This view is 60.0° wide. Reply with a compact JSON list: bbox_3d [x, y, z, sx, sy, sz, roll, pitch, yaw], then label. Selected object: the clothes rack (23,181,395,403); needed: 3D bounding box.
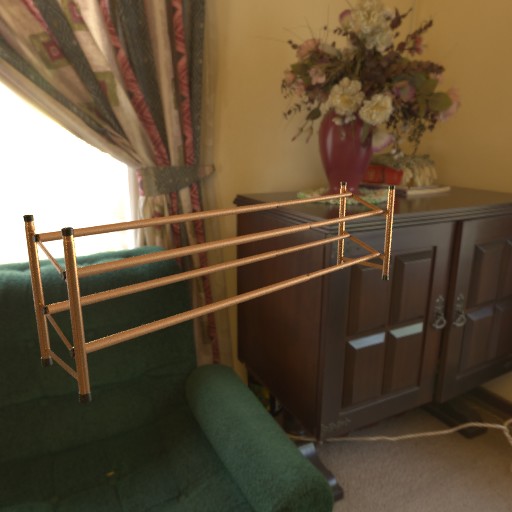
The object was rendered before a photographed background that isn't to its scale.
[{"bbox_3d":[0.000,0.000,1.295,1.168,0.349,0.229,-14,20,-43],"label":"clothes rack"}]
